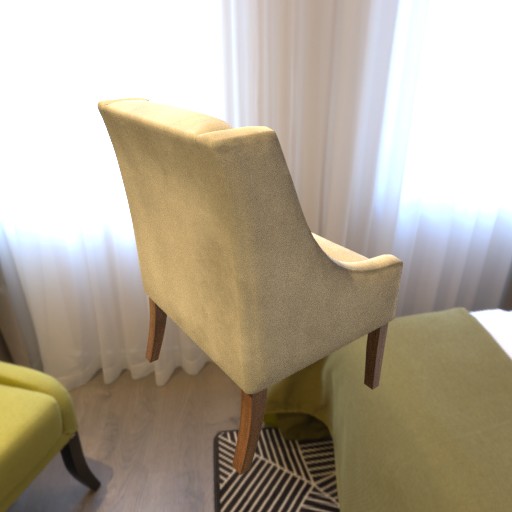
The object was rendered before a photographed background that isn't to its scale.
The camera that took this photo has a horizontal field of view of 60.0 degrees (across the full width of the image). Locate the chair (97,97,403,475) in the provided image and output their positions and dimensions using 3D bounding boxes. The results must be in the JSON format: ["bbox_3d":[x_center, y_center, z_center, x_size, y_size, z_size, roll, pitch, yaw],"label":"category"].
[{"bbox_3d":[0.000,0.000,1.333,0.629,0.895,0.629,-18,32,-32],"label":"chair"}]
